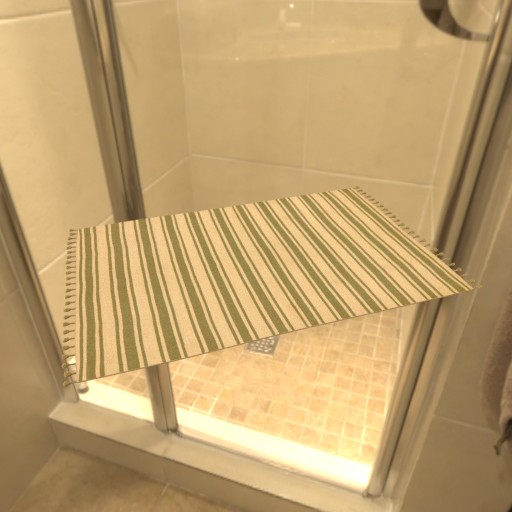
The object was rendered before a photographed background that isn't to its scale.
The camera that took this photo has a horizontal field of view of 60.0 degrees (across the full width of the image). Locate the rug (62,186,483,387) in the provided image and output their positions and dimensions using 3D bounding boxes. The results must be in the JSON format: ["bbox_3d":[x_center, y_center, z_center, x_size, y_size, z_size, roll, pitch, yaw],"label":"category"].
[{"bbox_3d":[0.000,0.000,2.990,2.435,0.018,1.540,-10,35,-15],"label":"rug"}]
